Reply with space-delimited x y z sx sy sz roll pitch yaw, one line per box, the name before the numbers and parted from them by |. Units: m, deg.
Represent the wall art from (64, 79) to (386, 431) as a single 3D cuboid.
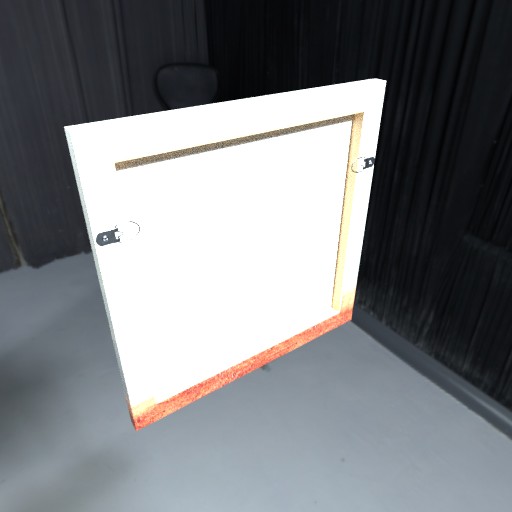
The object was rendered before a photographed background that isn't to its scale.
wall art | 0.000 0.000 1.116 0.760 0.760 0.042 -20 37 -29
